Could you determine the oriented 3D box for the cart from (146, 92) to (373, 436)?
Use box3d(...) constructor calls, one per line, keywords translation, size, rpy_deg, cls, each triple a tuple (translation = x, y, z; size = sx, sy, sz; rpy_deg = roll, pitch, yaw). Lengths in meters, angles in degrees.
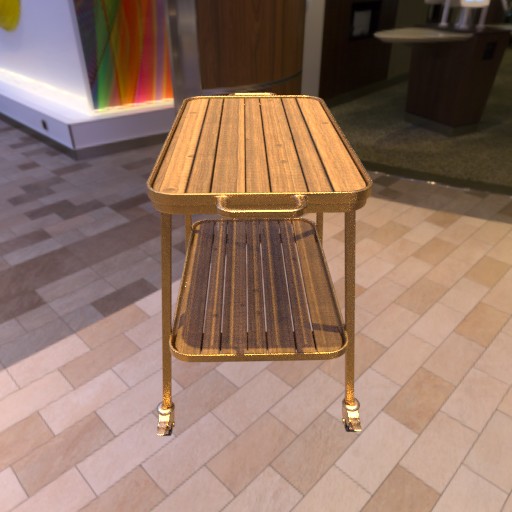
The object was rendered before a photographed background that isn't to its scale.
box3d(translation=(0.000, 0.000, 1.233), size=(0.524, 0.700, 0.806), rpy_deg=(-1, 33, -1), cls="cart")
